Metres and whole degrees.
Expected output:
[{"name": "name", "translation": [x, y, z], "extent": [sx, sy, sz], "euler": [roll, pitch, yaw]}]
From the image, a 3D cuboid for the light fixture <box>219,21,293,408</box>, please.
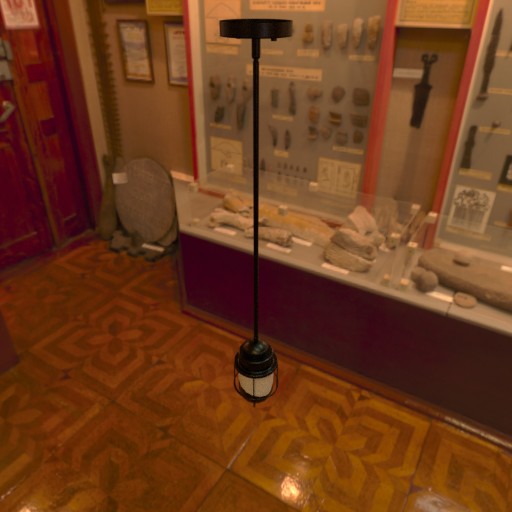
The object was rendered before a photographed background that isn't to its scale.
[{"name": "light fixture", "translation": [0.000, 0.000, 0.980], "extent": [0.123, 0.920, 0.123], "euler": [19, 36, 28]}]
